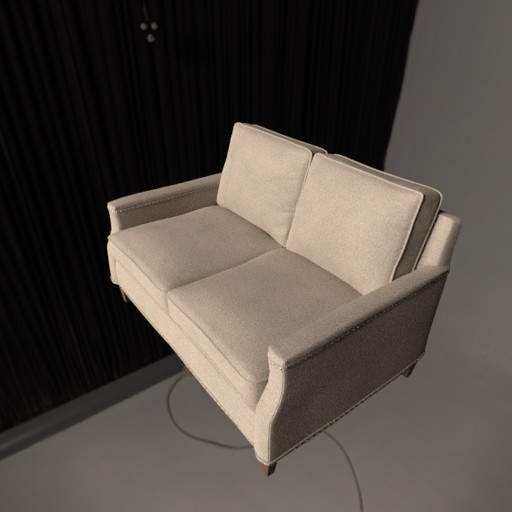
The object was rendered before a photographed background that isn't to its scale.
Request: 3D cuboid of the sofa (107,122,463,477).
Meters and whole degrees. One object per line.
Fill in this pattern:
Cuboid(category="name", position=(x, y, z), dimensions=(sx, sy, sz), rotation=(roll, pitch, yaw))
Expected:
Cuboid(category="sofa", position=(0.000, 0.000, 2.286), dimensions=(1.084, 1.003, 1.597), rotation=(-21, 37, -31))
